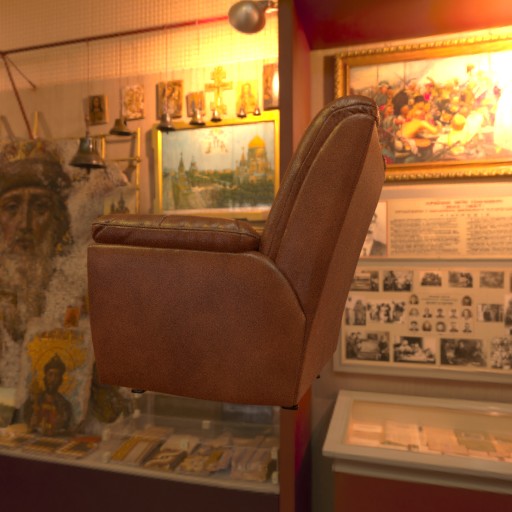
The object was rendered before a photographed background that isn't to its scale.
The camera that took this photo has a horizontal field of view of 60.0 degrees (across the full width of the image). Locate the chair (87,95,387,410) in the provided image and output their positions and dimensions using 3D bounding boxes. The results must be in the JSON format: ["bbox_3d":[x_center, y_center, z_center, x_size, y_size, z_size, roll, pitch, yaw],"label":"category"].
[{"bbox_3d":[0.000,0.000,1.874,1.041,1.093,0.990,0,-1,18],"label":"chair"}]
